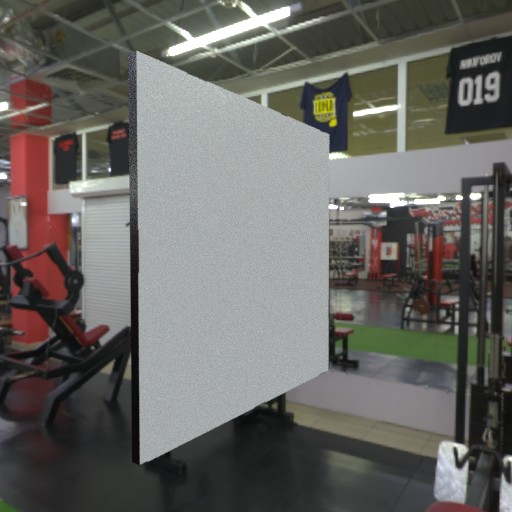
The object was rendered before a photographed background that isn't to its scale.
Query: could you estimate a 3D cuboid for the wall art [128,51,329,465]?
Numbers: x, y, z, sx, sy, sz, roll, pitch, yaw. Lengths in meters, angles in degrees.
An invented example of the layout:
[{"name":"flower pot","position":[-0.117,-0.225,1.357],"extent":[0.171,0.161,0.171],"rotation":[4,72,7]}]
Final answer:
[{"name":"wall art","position":[0.000,0.000,0.658],"extent":[0.014,0.445,0.446],"rotation":[1,2,36]}]
